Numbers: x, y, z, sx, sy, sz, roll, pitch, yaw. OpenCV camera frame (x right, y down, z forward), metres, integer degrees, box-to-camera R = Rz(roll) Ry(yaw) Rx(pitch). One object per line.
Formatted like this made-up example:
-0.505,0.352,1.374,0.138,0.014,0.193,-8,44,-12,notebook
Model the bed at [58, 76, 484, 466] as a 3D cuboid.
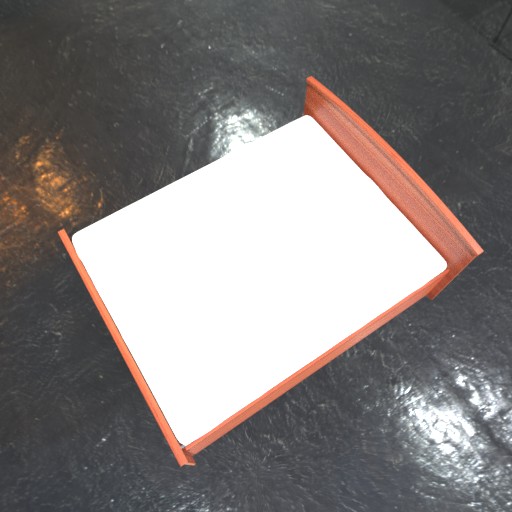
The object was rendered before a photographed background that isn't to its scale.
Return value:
0.000,0.000,2.949,2.053,0.848,1.683,-30,68,-14,bed
